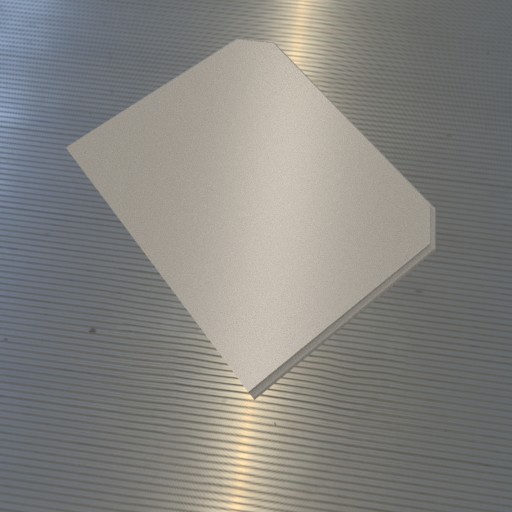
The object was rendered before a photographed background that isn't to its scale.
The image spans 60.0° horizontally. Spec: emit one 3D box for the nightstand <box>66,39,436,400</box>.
[{"bbox_3d":[0.000,0.000,0.925,0.348,0.680,0.435,-37,77,-10],"label":"nightstand"}]
